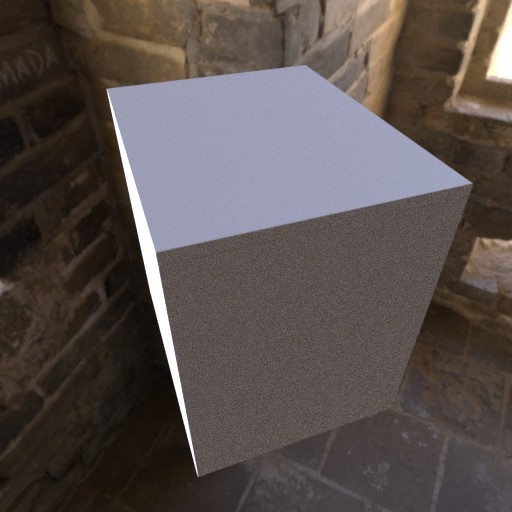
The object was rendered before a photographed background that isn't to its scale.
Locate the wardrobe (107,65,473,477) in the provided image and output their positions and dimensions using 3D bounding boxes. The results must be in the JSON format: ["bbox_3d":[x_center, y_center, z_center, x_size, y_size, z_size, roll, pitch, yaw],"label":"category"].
[{"bbox_3d":[0.000,0.000,0.852,0.400,0.520,0.500,-13,42,-15],"label":"wardrobe"}]
